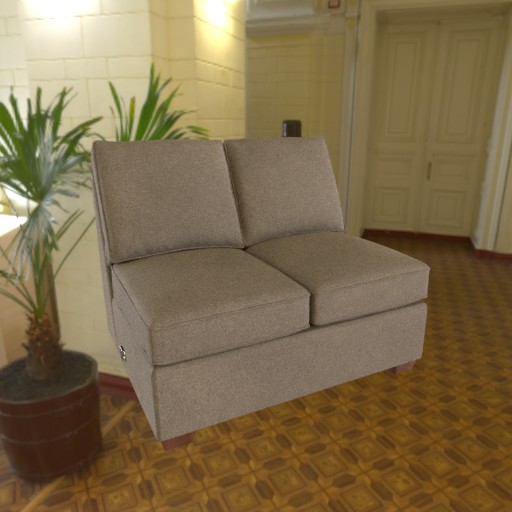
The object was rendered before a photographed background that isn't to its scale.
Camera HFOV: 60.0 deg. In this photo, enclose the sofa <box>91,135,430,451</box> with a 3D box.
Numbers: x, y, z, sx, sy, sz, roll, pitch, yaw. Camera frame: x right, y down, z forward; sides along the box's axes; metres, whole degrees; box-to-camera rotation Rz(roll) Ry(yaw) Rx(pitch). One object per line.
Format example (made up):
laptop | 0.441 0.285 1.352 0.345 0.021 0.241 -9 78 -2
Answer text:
sofa | 0.000 0.000 1.994 1.237 1.008 0.951 -9 19 -26
